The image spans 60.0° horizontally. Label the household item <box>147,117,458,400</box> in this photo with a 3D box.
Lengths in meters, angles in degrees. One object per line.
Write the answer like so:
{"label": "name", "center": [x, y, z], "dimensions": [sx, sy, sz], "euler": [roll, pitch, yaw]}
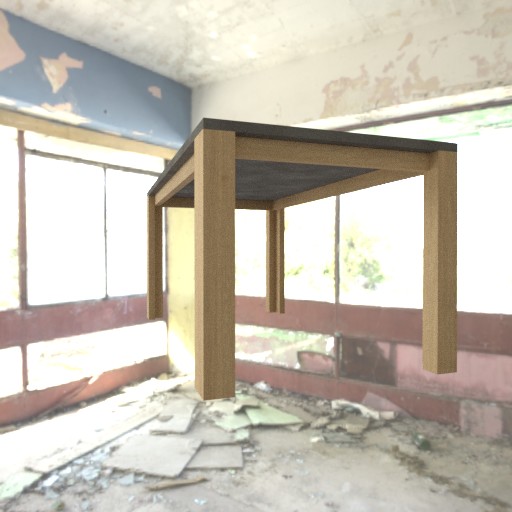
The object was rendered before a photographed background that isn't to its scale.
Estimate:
{"label": "household item", "center": [0.000, 0.000, 2.075], "dimensions": [0.850, 0.755, 1.600], "euler": [0, 1, -19]}
